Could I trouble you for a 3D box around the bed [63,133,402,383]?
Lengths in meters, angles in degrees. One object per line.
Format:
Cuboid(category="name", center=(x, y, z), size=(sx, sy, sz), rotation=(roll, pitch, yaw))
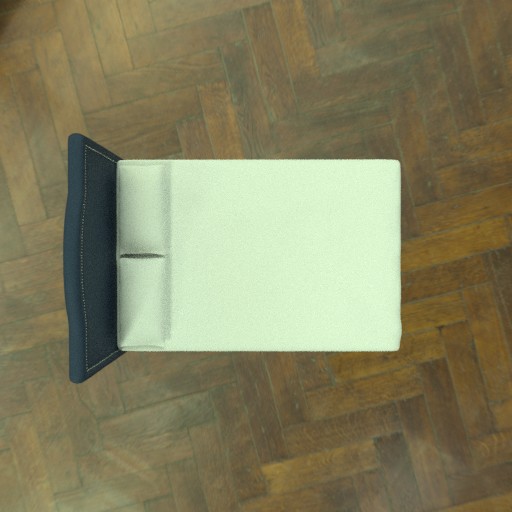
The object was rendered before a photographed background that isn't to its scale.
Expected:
Cuboid(category="bed", center=(0.000, 0.000, 3.583), size=(2.507, 1.441, 1.741), rotation=(0, 91, 0))
